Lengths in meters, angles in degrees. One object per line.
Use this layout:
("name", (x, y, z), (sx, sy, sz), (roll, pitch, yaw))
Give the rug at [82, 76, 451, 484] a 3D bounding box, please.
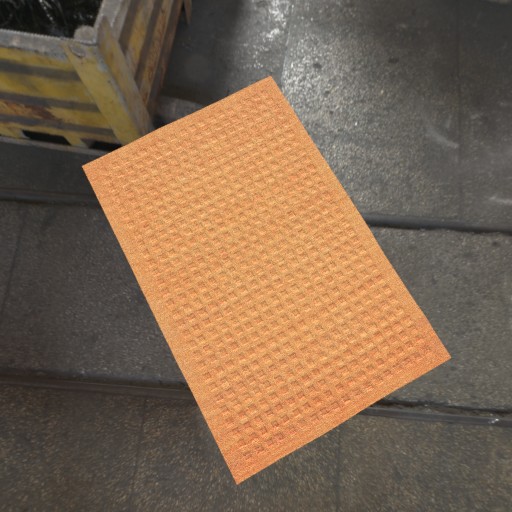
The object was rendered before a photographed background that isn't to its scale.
("rug", (0.000, 0.000, 2.209), (1.143, 0.006, 1.747), (-28, 77, -7))
